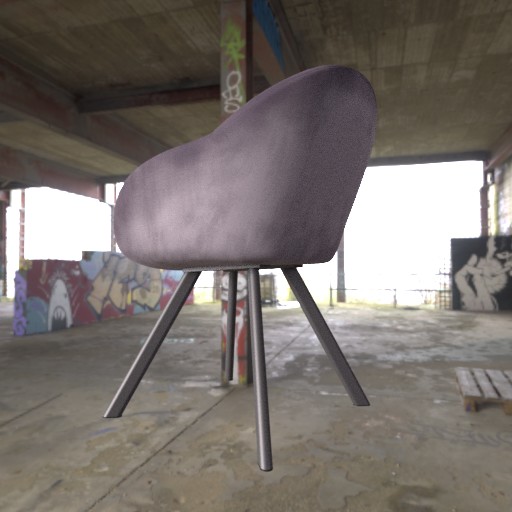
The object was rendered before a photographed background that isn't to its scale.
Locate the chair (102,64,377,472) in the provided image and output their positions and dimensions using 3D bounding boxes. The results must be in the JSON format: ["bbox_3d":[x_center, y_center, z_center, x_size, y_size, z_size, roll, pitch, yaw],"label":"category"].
[{"bbox_3d":[0.000,0.000,1.126,0.590,0.795,0.550,-1,-2,36],"label":"chair"}]
